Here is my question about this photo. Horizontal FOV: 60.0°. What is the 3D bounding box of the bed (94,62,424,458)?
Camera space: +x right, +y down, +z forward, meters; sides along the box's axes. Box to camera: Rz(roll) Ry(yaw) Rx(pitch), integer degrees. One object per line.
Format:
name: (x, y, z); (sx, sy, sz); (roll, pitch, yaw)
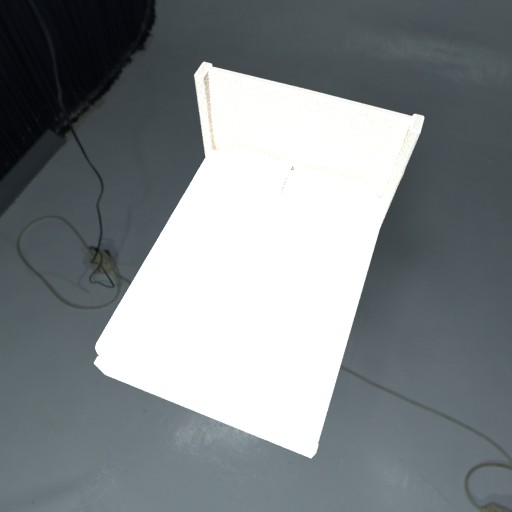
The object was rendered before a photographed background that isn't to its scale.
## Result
bed: (0.000, 0.000, 3.476); (1.778, 1.471, 2.293); (18, 61, 11)
